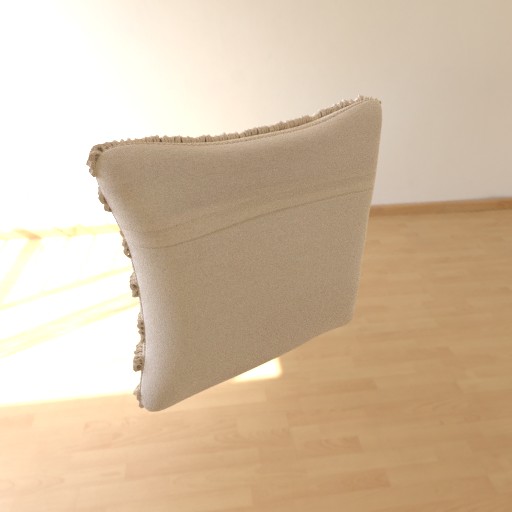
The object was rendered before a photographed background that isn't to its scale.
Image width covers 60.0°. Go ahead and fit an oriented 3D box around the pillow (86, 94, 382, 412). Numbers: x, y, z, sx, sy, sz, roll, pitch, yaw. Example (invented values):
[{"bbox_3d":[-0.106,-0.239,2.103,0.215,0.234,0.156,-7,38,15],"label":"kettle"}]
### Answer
[{"bbox_3d":[0.000,0.000,0.675,0.437,0.427,0.145,-19,37,-27],"label":"pillow"}]
